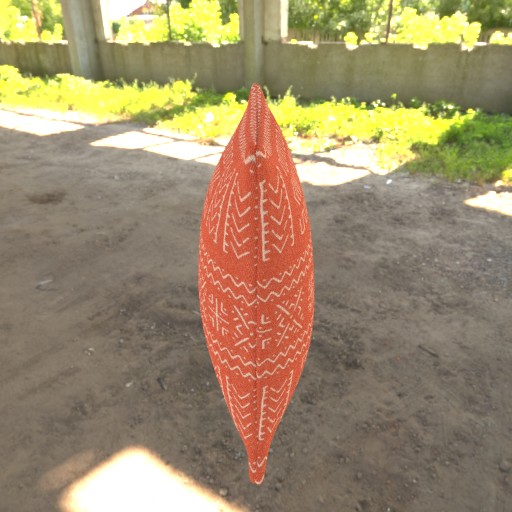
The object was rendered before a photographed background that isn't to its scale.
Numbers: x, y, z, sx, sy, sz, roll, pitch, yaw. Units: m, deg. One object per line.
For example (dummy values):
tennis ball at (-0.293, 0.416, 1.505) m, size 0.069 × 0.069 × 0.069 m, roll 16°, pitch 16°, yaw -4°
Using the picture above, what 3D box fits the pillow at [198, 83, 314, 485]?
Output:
pillow at (0.000, 0.000, 0.646) m, size 0.164 × 0.429 × 0.438 m, roll 0°, pitch 27°, yaw 0°
